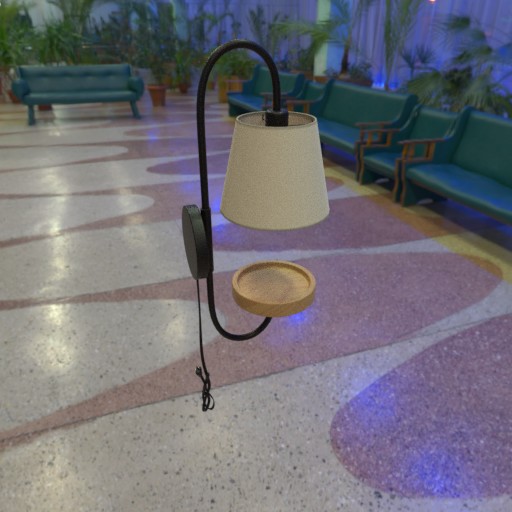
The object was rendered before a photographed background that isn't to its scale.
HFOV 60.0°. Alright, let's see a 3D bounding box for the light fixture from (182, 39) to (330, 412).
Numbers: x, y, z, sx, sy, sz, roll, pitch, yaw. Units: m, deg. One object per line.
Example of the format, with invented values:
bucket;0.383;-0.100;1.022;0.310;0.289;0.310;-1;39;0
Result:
light fixture;0.000;0.000;0.932;0.299;0.821;0.220;-9;30;-17
